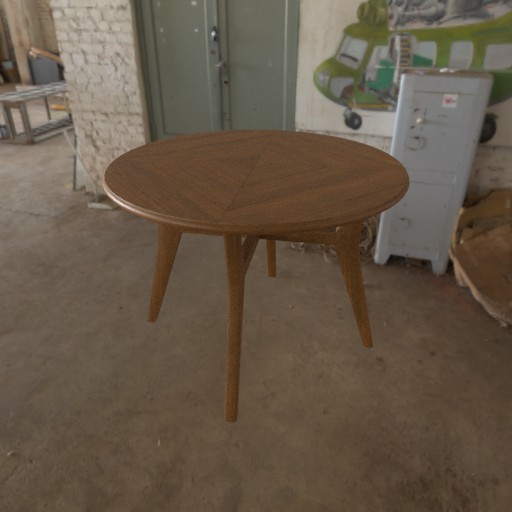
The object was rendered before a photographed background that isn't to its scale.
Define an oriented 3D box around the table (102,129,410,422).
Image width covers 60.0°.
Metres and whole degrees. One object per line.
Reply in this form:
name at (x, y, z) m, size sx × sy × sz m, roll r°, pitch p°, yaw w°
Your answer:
table at (0.000, 0.000, 1.766) m, size 1.055 × 0.757 × 1.055 m, roll 0°, pitch 29°, yaw 0°
